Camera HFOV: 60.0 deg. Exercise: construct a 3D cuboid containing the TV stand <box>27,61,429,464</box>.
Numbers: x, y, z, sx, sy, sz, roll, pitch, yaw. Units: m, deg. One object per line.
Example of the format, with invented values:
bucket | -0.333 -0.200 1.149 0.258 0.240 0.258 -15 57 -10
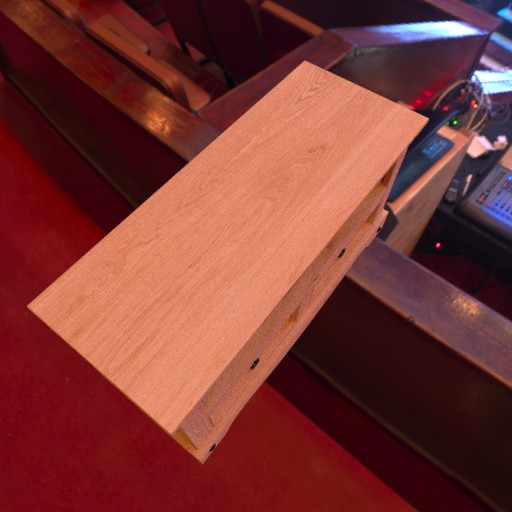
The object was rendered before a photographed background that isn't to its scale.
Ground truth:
TV stand | 0.000 0.000 1.358 0.440 0.550 1.080 34 65 18
